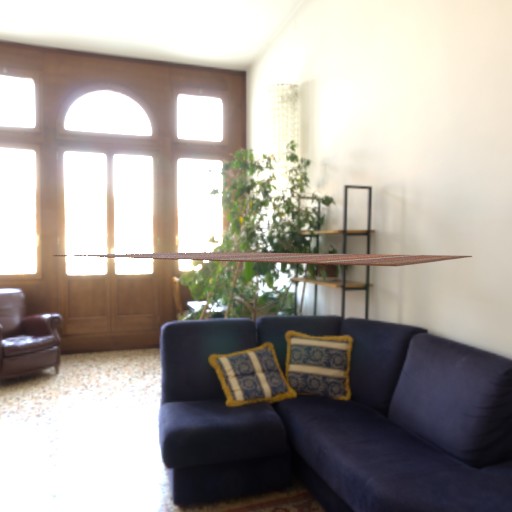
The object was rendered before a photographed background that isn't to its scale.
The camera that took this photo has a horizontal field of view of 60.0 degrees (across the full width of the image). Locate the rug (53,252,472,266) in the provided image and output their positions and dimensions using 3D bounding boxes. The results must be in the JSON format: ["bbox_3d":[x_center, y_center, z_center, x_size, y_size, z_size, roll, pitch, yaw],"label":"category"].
[{"bbox_3d":[0.000,0.000,3.019,2.438,0.008,1.523,1,2,36],"label":"rug"}]
